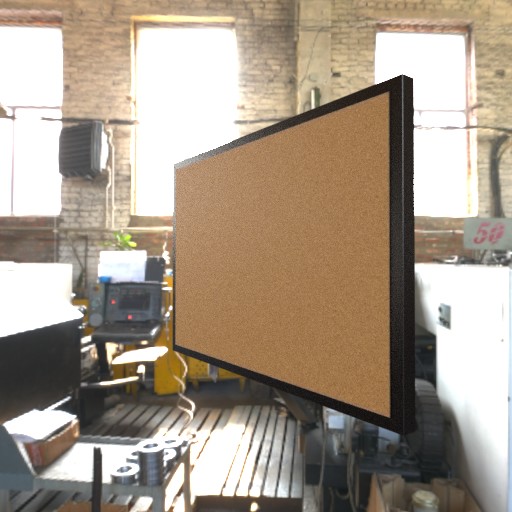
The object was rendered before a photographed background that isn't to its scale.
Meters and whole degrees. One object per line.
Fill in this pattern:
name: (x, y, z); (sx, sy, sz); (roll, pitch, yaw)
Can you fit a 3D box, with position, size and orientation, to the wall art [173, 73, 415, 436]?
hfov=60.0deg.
wall art: (0.000, 0.000, 0.830); (0.027, 0.458, 0.657); (0, -1, -36)
